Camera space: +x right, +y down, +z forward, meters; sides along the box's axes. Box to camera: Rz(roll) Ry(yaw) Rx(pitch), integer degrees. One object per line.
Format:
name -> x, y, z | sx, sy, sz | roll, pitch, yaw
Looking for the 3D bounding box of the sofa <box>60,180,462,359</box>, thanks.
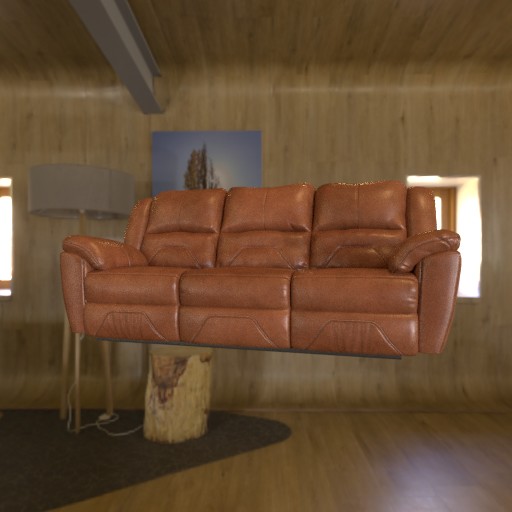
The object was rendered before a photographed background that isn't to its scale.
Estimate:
sofa -> 0.000, 0.000, 2.881 | 2.337, 1.043, 0.991 | 0, 0, 17
